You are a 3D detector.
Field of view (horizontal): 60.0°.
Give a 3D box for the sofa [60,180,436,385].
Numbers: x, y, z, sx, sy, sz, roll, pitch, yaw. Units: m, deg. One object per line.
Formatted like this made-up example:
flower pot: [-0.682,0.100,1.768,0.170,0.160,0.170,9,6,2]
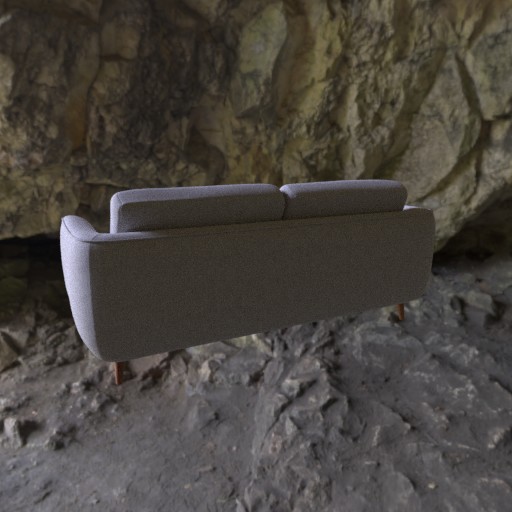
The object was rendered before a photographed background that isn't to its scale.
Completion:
sofa: [0.000,0.000,2.509,2.000,0.850,0.920,-7,15,-27]
